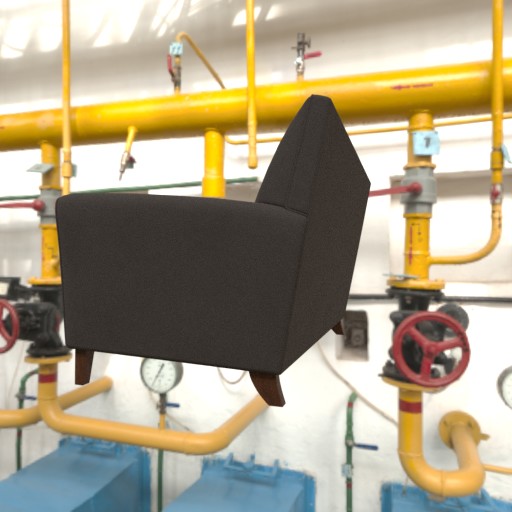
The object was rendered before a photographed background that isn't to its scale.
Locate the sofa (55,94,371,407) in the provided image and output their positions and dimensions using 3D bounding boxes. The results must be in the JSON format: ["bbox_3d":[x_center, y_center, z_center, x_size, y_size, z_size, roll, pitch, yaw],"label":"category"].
[{"bbox_3d":[0.000,0.000,1.922,0.871,0.846,1.420,0,-1,19],"label":"sofa"}]
